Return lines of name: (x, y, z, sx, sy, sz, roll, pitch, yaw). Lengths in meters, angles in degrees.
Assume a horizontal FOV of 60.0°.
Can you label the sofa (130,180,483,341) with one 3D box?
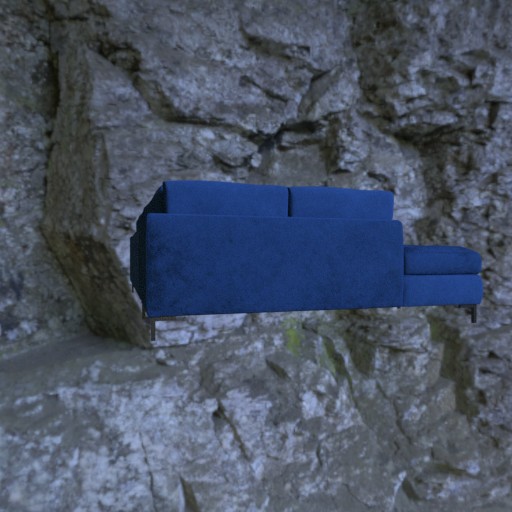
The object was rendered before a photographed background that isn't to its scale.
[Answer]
sofa: (0.000, 0.000, 3.788, 2.007, 0.815, 2.949, 0, 0, -17)
